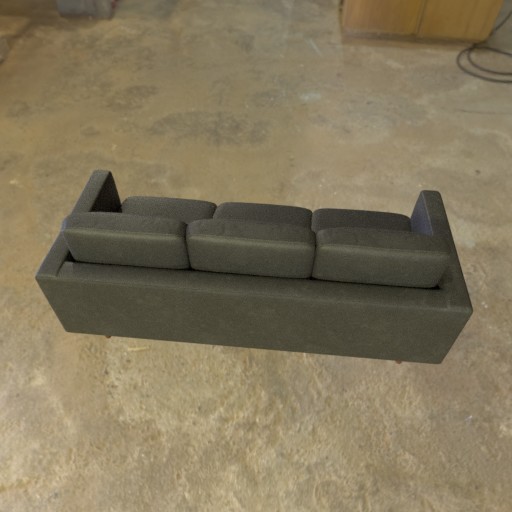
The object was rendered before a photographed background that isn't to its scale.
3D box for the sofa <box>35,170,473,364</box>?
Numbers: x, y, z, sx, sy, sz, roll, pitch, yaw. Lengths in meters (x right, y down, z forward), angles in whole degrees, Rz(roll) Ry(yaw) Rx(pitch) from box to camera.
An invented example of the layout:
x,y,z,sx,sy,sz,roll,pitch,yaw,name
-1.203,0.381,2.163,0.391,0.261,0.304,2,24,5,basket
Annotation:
x,y,z,sx,sy,sz,roll,pitch,yaw,name
0.000,0.000,2.486,2.029,0.899,0.879,4,48,4,sofa
